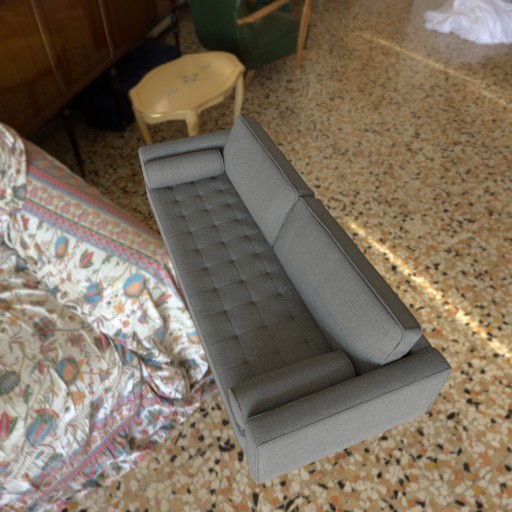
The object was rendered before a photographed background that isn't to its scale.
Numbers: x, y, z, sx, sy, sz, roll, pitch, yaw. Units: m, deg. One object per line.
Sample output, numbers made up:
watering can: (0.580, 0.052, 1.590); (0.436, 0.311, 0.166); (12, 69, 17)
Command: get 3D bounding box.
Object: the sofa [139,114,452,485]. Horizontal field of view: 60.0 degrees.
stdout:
sofa: (0.000, 0.000, 2.568); (0.914, 0.762, 2.198); (-16, 48, -15)
